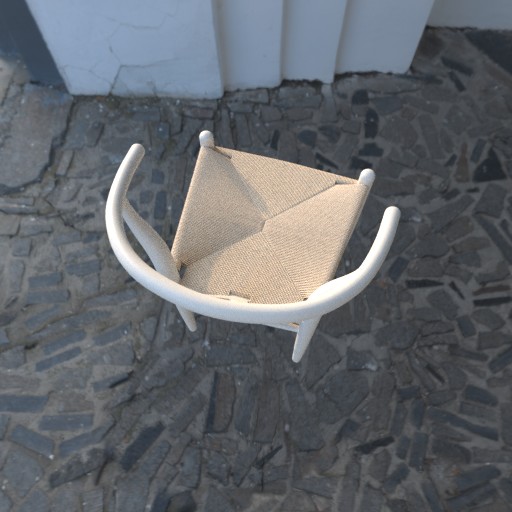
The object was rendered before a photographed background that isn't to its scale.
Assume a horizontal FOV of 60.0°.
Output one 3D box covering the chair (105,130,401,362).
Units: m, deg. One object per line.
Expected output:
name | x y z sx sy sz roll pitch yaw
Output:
chair | 0.000 0.000 1.142 0.569 0.730 0.579 15 65 7
